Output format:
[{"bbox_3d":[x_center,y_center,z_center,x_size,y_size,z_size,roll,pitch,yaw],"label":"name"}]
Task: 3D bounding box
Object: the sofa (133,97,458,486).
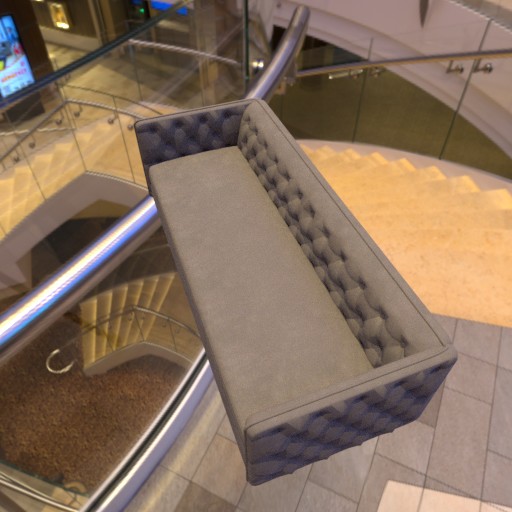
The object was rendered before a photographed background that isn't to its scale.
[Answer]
[{"bbox_3d":[0.000,0.000,2.553,0.895,0.771,2.209,-16,49,-14],"label":"sofa"}]
